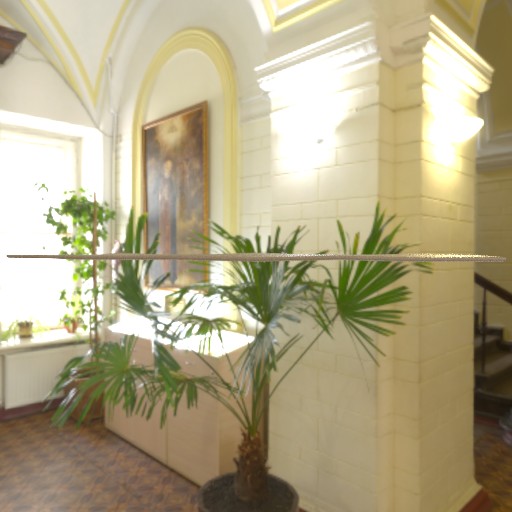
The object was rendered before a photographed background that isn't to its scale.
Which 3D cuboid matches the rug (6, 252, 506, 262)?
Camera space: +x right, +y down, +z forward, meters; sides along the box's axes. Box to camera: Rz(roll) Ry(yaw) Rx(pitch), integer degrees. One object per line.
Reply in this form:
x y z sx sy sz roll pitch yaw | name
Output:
0.000 0.000 2.231 1.829 0.034 1.252 0 0 1 | rug
